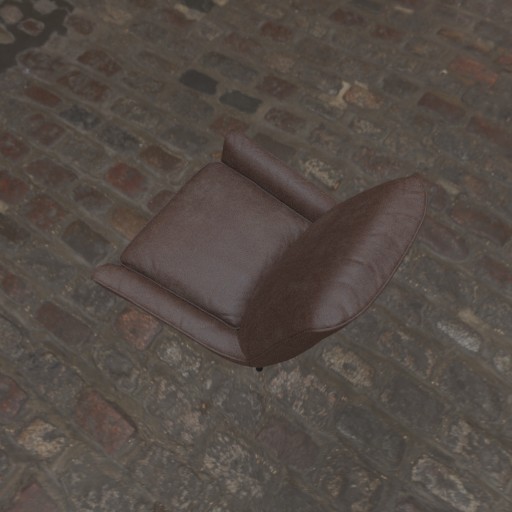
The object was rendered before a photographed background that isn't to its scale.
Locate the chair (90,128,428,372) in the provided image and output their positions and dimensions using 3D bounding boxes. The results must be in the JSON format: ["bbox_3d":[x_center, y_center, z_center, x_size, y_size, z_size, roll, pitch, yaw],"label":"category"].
[{"bbox_3d":[0.000,0.000,1.514,0.824,0.888,0.787,32,67,15],"label":"chair"}]
